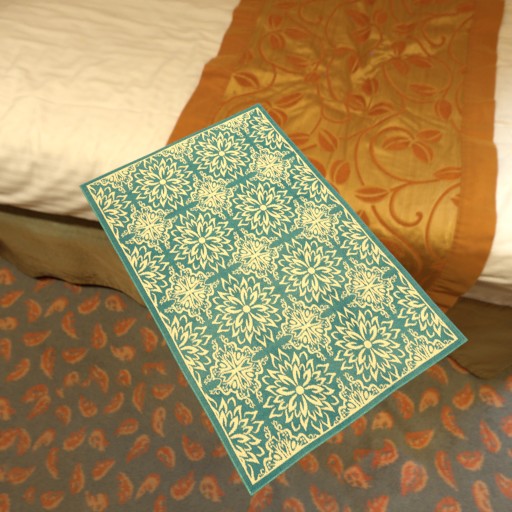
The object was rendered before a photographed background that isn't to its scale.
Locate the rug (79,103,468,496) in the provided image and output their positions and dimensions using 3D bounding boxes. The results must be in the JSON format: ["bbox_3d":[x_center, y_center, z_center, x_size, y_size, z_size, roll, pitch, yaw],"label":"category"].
[{"bbox_3d":[0.000,0.000,3.479,1.830,0.018,2.769,-29,66,-14],"label":"rug"}]
